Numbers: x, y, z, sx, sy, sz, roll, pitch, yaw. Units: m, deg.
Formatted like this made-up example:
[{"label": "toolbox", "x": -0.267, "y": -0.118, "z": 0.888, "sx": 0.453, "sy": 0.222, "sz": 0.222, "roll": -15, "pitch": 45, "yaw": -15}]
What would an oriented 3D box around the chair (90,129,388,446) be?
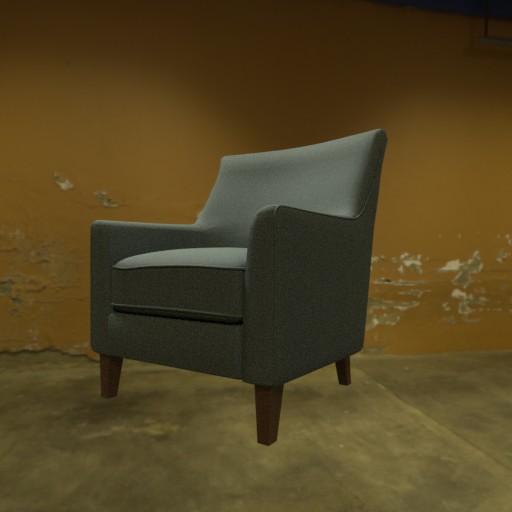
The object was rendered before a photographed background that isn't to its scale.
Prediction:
[{"label": "chair", "x": 0.000, "y": 0.000, "z": 1.575, "sx": 0.756, "sy": 0.916, "sz": 0.879, "roll": 0, "pitch": -1, "yaw": 36}]
